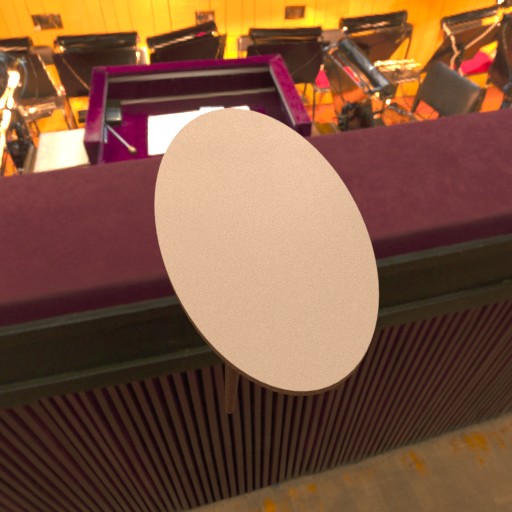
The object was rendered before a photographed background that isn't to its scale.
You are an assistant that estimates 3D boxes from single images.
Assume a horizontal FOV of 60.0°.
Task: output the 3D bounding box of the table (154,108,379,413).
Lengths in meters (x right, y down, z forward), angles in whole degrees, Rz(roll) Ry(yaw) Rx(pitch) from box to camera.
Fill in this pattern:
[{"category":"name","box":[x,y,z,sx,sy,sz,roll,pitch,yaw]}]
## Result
[{"category":"table","box":[0.000,0.000,1.346,0.542,0.390,1.083,-9,48,-9]}]
